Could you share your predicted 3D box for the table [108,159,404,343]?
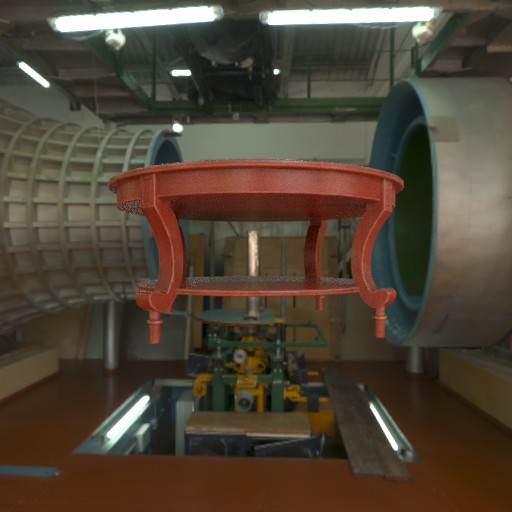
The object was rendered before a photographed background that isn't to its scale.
[{"bbox_3d":[0.000,0.000,1.618,1.029,0.486,1.029,0,0,0],"label":"table"}]
